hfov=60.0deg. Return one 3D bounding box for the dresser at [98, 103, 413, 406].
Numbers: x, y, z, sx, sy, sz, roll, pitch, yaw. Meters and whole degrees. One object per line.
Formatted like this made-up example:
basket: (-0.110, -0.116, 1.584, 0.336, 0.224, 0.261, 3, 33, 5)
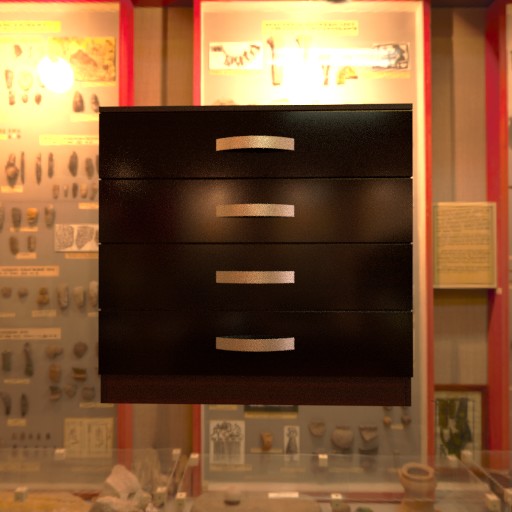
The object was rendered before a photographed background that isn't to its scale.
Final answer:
dresser: (0.000, 0.000, 1.207, 0.750, 0.720, 0.360, 0, 0, 2)
